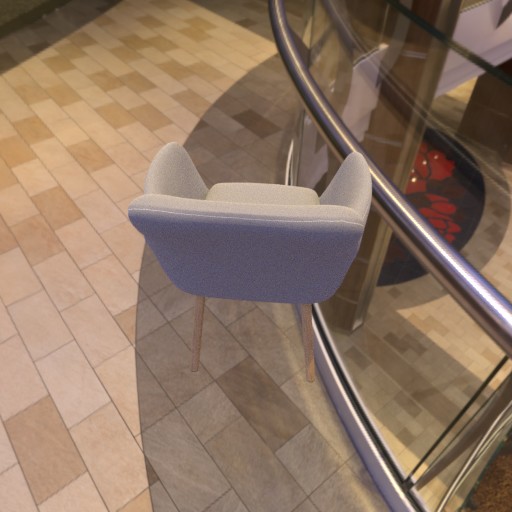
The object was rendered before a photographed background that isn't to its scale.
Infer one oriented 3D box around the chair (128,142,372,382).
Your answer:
[{"bbox_3d":[0.000,0.000,1.246,0.570,0.830,0.590,4,47,4],"label":"chair"}]
